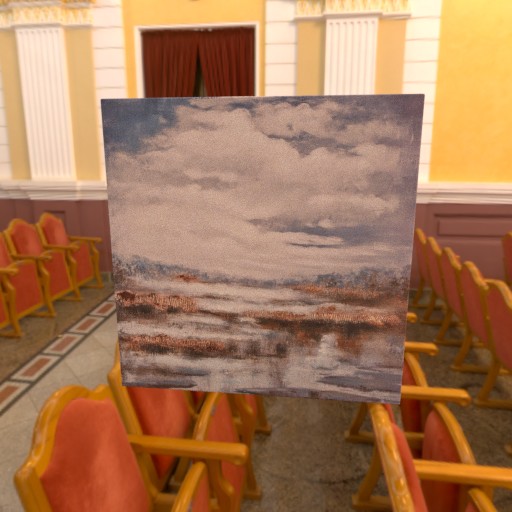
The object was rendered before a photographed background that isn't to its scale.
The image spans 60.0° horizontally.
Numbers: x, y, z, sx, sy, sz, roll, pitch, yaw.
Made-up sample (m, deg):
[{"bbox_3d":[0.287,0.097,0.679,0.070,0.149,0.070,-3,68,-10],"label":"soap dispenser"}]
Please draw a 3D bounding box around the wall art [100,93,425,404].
[{"bbox_3d":[0.000,0.000,1.500,1.010,1.020,0.040,2,13,7],"label":"wall art"}]
